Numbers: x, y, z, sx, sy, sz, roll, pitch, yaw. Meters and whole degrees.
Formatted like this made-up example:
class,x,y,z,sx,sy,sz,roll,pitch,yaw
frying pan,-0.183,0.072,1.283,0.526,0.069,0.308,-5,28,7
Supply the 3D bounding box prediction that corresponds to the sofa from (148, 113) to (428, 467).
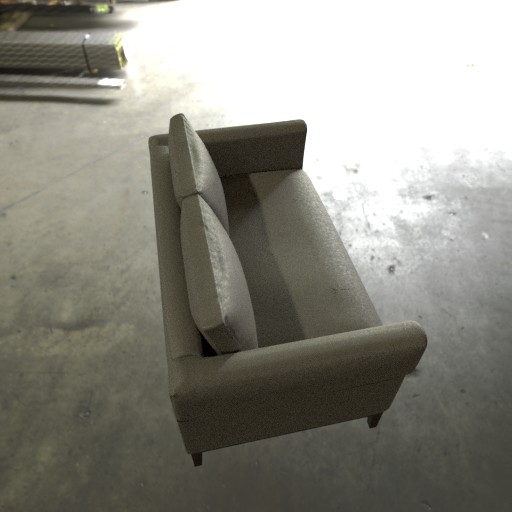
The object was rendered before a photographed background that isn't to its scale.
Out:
class,x,y,z,sx,sy,sz,roll,pitch,yaw
sofa,0.000,0.000,2.168,0.899,0.873,1.598,-9,47,-8
